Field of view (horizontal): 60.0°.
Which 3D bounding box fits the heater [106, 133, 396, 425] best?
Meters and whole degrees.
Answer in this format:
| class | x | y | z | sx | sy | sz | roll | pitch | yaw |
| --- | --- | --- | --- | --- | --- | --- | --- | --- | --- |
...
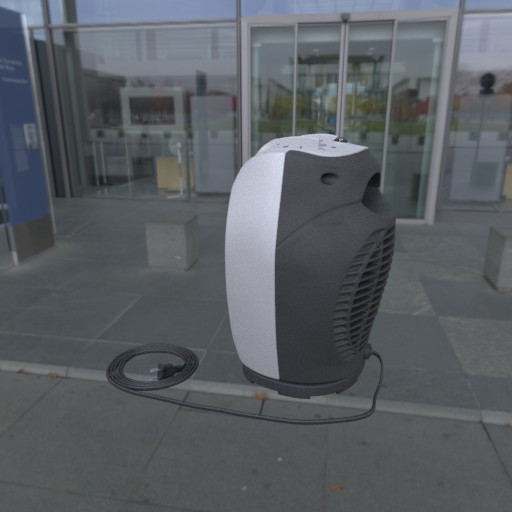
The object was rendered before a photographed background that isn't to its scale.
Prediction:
| class | x | y | z | sx | sy | sz | roll | pitch | yaw |
| --- | --- | --- | --- | --- | --- | --- | --- | --- | --- |
| heater | 0.000 | 0.000 | 0.483 | 0.291 | 0.255 | 0.239 | 8 | 19 | 24 |
